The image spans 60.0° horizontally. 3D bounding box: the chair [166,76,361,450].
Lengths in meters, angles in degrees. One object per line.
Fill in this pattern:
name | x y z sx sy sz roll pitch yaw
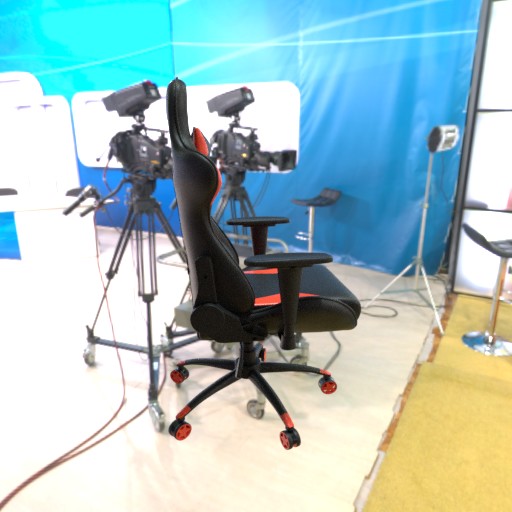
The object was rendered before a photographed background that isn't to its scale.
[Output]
chair | 0.000 0.000 1.722 0.730 1.282 0.695 -3 17 -9
